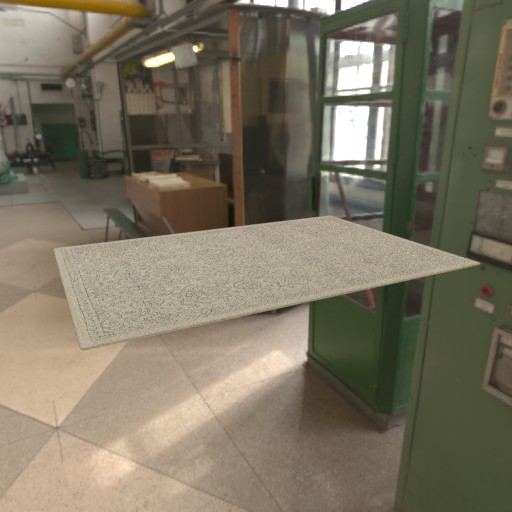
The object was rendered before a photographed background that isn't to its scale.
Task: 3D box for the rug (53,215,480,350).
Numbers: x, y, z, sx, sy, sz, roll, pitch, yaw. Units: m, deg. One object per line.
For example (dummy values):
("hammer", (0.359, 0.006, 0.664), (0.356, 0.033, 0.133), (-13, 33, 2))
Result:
("rug", (0.000, 0.000, 2.266), (1.829, 0.010, 1.219), (-9, 19, -26))
